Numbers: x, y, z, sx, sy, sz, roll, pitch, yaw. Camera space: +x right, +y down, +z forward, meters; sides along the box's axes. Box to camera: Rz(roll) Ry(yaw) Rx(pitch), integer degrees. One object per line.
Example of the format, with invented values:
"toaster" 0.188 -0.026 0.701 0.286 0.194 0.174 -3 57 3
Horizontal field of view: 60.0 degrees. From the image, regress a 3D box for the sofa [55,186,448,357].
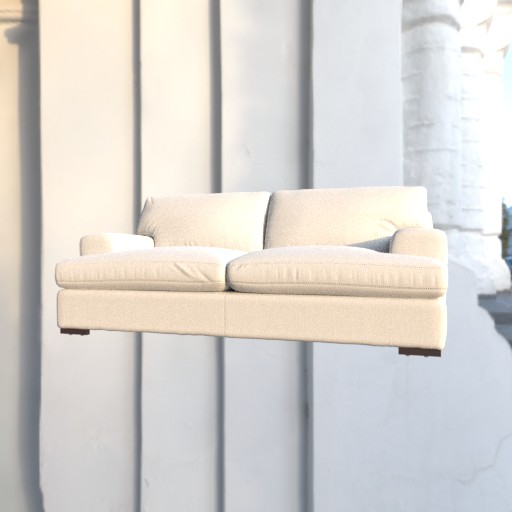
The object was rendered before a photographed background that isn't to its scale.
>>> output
"sofa" 0.000 0.000 2.849 2.261 0.940 1.143 0 0 17
